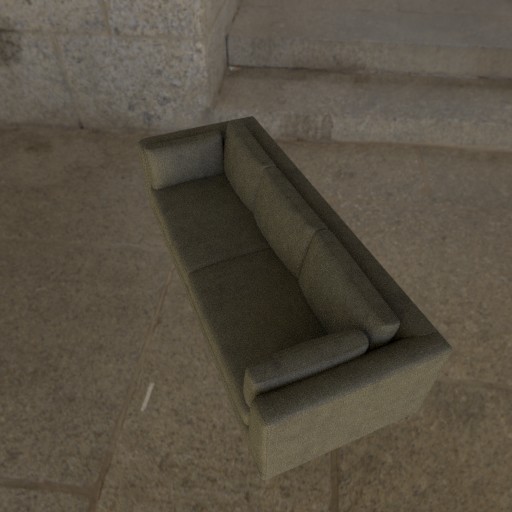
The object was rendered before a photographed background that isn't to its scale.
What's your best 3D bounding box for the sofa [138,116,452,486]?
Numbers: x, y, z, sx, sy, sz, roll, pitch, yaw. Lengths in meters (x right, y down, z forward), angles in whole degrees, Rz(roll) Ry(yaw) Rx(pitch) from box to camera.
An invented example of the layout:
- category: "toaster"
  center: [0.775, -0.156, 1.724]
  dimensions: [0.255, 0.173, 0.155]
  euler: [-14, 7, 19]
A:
- category: "sofa"
  center: [0.000, 0.000, 2.920]
  dimensions: [0.969, 0.867, 2.415]
  euler: [-17, 47, -16]
